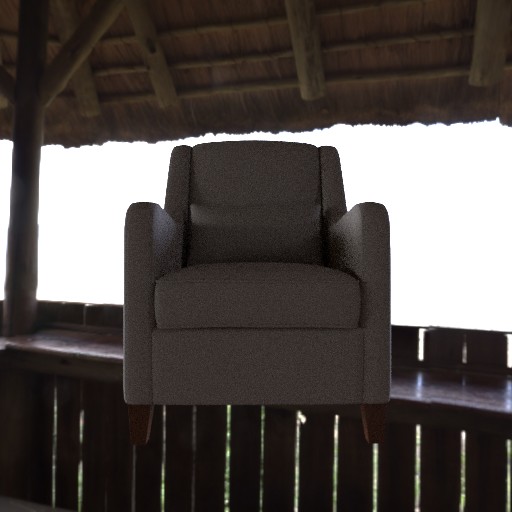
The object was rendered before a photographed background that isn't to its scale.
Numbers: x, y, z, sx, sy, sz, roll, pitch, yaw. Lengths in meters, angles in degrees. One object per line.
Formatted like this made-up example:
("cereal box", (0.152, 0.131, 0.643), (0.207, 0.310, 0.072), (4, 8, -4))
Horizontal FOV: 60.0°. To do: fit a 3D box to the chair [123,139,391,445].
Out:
("chair", (0.000, 0.000, 1.572), (0.715, 1.010, 0.863), (0, 0, -1))
